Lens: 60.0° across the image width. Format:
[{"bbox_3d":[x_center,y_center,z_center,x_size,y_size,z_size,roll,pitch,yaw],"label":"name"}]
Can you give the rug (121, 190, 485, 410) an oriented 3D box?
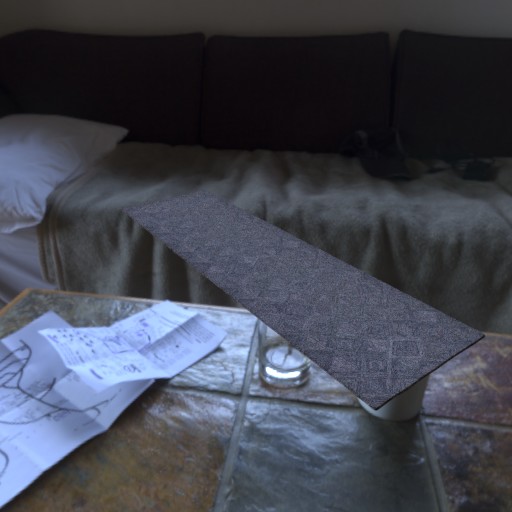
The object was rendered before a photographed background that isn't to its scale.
[{"bbox_3d":[0.000,0.000,2.477,0.691,0.011,2.296,-18,32,-32],"label":"rug"}]
